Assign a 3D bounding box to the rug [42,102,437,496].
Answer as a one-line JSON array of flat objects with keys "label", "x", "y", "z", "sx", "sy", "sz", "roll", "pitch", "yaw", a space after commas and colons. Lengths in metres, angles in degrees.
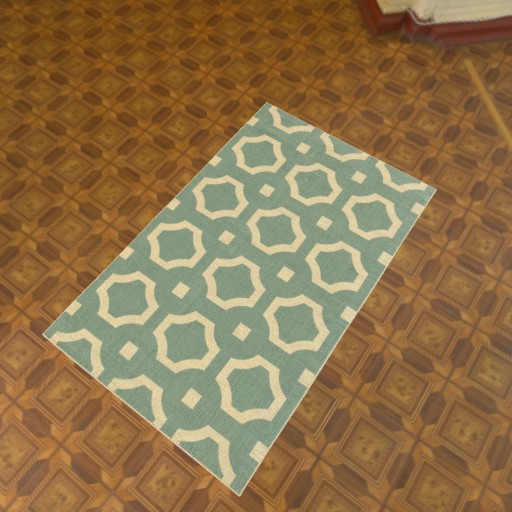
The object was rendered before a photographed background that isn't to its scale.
[{"label": "rug", "x": 0.000, "y": 0.000, "z": 3.007, "sx": 1.528, "sy": 0.015, "sz": 2.443, "roll": 32, "pitch": 67, "yaw": 16}]
